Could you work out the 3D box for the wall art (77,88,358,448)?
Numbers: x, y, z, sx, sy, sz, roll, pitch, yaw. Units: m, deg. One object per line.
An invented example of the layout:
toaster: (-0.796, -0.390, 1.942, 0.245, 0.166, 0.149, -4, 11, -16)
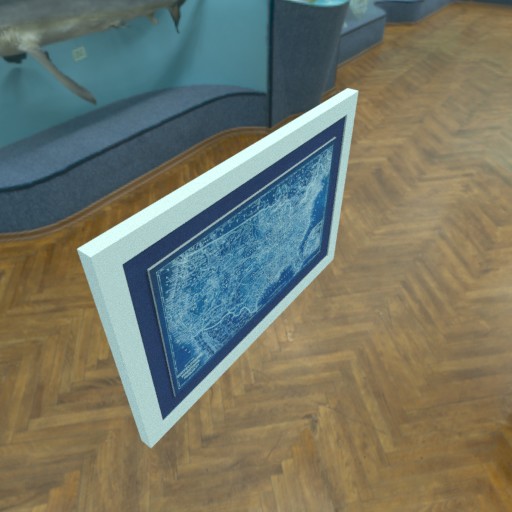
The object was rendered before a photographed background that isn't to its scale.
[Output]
wall art: (0.000, 0.000, 1.706, 0.051, 0.902, 1.308, 26, 47, 27)
